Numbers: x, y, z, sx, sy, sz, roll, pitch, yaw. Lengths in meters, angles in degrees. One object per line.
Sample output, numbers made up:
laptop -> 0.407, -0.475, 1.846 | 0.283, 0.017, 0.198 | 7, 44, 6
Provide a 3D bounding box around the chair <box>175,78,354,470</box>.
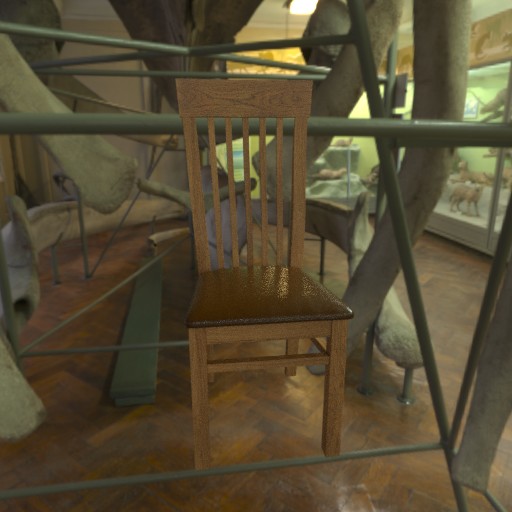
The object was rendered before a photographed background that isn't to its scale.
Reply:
chair -> 0.000, 0.000, 1.349 | 0.450, 1.050, 0.580 | -2, 16, -7
